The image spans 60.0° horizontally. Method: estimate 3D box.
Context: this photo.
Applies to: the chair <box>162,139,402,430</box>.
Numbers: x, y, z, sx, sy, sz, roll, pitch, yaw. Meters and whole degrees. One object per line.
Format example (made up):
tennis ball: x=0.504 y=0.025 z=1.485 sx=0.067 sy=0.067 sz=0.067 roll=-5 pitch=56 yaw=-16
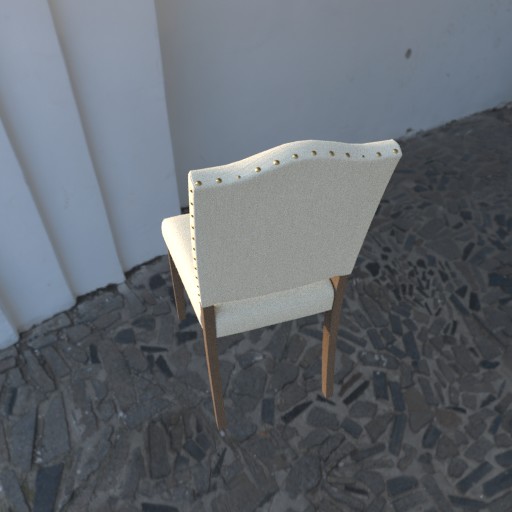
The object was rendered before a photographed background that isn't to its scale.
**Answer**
chair: x=0.000 y=0.000 z=1.366 sx=0.508 sy=1.015 sz=0.619 roll=-12 pitch=42 yaw=-13
